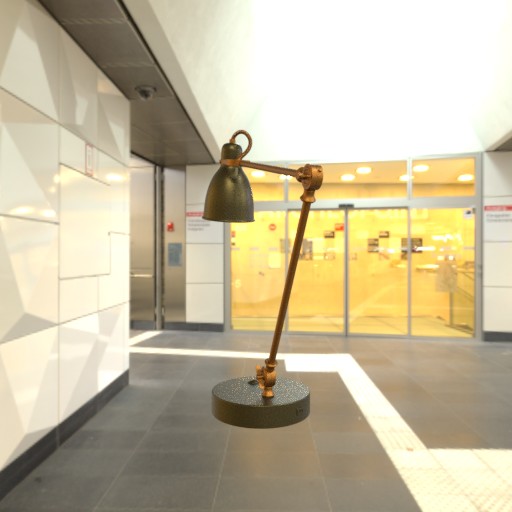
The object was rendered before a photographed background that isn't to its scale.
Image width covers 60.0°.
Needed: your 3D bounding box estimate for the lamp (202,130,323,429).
[{"bbox_3d":[0.000,0.000,0.873,0.187,0.587,0.561,0,0,-18],"label":"lamp"}]
